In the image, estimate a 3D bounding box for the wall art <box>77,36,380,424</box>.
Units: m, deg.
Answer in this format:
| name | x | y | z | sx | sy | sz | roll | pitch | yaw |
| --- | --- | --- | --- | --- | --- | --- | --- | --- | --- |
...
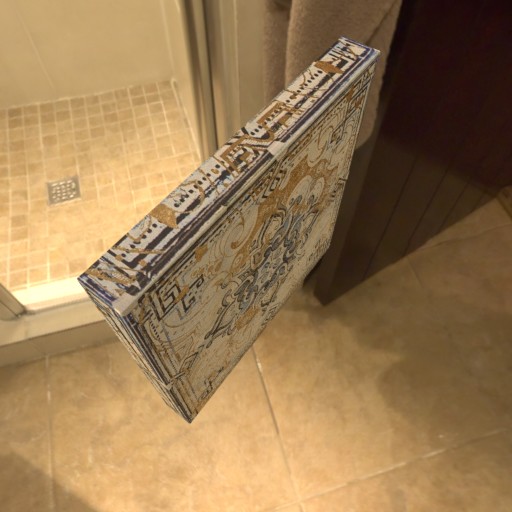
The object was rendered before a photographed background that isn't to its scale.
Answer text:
| name | x | y | z | sx | sy | sz | roll | pitch | yaw |
| --- | --- | --- | --- | --- | --- | --- | --- | --- | --- |
| wall art | 0.000 | 0.000 | 0.447 | 0.038 | 0.306 | 0.302 | 32 | 64 | 18 |
